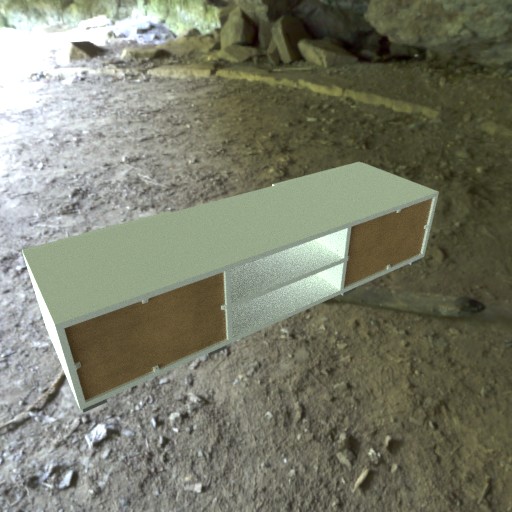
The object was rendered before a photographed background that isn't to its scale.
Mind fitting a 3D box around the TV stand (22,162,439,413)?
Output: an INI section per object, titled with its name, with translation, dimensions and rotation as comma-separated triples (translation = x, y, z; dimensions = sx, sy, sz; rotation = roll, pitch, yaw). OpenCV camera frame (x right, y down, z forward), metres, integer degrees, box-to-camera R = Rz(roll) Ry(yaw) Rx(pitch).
[TV stand]
translation = 0.000, 0.000, 1.583
dimensions = 1.400, 0.310, 0.420
rotation = -19, 36, -29
